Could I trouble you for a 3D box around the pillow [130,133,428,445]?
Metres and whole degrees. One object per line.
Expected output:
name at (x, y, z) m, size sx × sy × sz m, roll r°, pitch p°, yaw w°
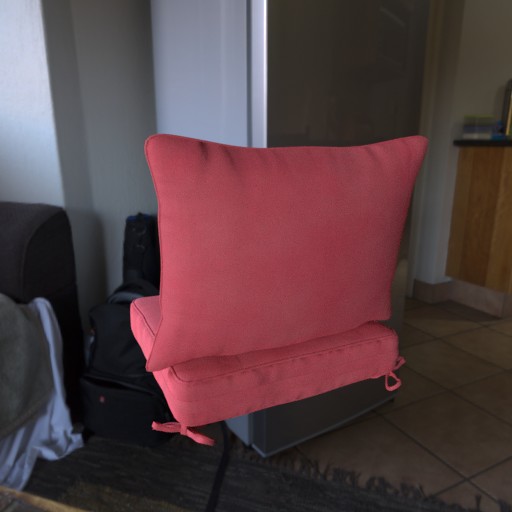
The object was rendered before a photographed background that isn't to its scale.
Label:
pillow at (0.000, 0.000, 1.378) m, size 0.798 × 0.725 × 0.733 m, roll -7°, pitch 16°, yaw -25°
